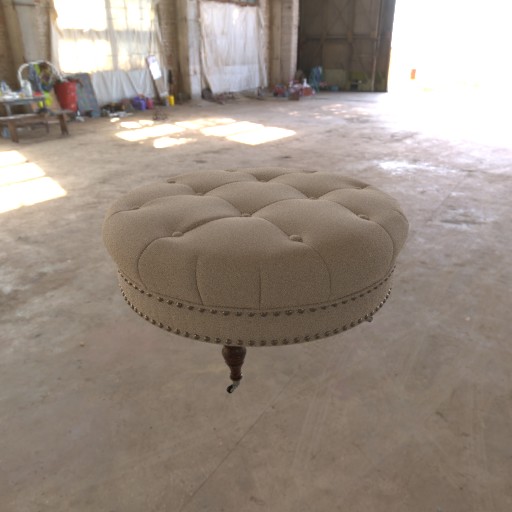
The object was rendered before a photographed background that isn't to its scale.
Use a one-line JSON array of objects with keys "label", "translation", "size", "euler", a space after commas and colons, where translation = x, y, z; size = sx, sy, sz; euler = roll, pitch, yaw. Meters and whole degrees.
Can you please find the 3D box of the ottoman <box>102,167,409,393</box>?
[{"label": "ottoman", "translation": [0.000, 0.000, 1.416], "size": [0.901, 0.439, 0.901], "euler": [0, 25, 0]}]
